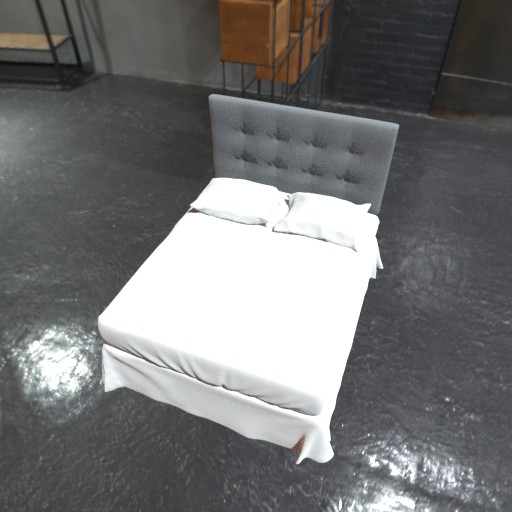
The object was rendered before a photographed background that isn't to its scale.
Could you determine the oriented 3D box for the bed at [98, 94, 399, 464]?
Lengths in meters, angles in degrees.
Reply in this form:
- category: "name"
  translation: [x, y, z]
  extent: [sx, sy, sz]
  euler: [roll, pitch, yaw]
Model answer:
- category: "bed"
  translation: [0.000, 0.000, 3.490]
  extent: [1.936, 1.577, 2.222]
  euler: [15, 45, 15]
